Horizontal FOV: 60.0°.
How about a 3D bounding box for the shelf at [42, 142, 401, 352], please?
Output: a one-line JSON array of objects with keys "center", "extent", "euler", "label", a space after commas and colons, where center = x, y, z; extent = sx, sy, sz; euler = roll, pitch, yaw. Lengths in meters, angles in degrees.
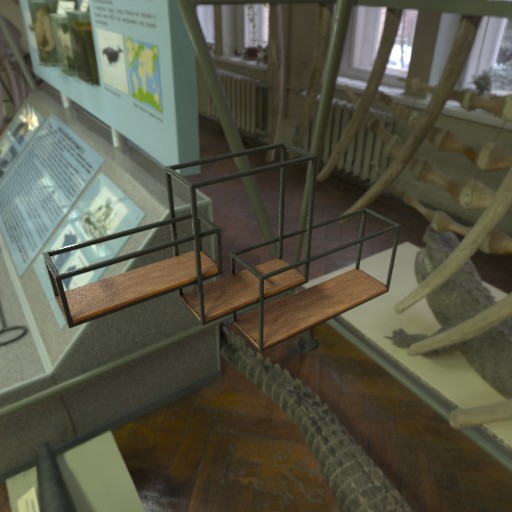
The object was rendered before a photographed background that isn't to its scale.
[{"center": [0.000, 0.000, 2.136], "extent": [1.781, 0.972, 0.275], "euler": [-19, 36, -29], "label": "shelf"}]
